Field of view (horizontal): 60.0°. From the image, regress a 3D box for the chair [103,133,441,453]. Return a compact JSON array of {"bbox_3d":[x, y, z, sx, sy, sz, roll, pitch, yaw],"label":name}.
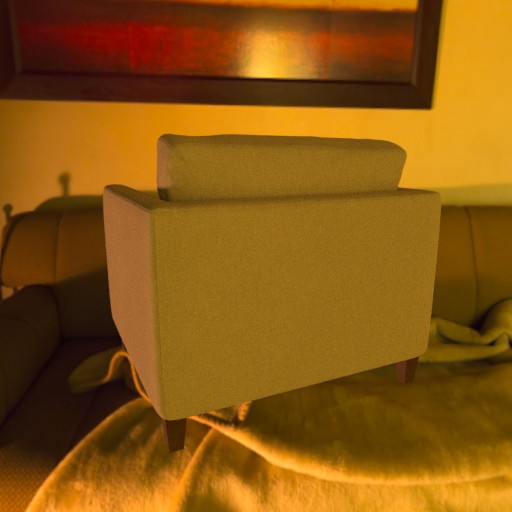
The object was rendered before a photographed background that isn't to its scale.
[{"bbox_3d":[0.000,0.000,1.854,1.107,0.961,0.959,-6,15,-25],"label":"chair"}]
